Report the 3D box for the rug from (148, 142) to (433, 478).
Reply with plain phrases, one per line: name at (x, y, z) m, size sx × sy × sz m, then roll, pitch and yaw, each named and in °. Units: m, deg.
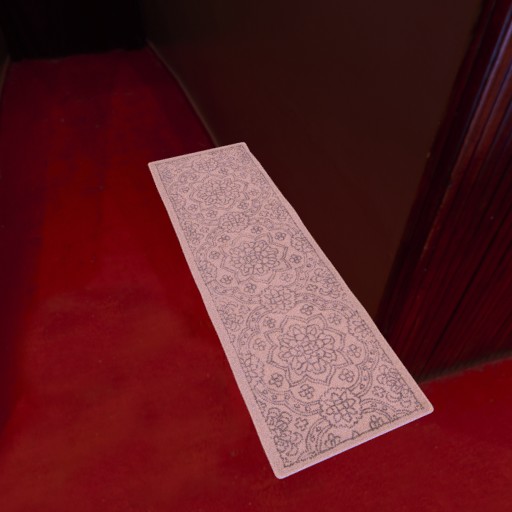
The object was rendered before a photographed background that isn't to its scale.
rug at (0.000, 0.000, 2.705) m, size 0.806 × 0.006 × 2.431 m, roll -16°, pitch 48°, yaw -15°
